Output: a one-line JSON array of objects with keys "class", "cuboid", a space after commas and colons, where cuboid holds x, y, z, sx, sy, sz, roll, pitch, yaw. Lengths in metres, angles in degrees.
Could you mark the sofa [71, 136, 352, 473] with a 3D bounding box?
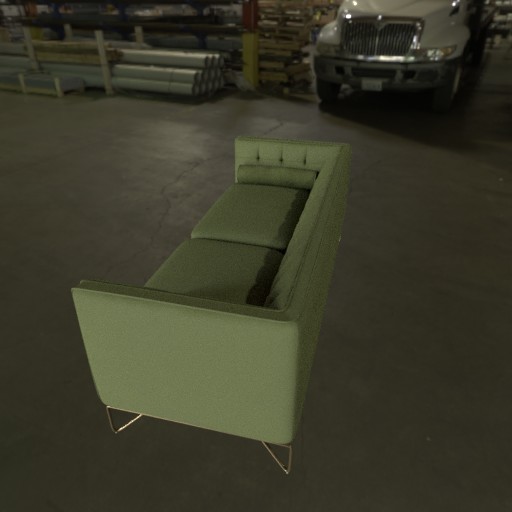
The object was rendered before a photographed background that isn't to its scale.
[{"class": "sofa", "cuboid": [0.000, 0.000, 2.538, 0.867, 0.789, 2.087, 8, 31, 13]}]
